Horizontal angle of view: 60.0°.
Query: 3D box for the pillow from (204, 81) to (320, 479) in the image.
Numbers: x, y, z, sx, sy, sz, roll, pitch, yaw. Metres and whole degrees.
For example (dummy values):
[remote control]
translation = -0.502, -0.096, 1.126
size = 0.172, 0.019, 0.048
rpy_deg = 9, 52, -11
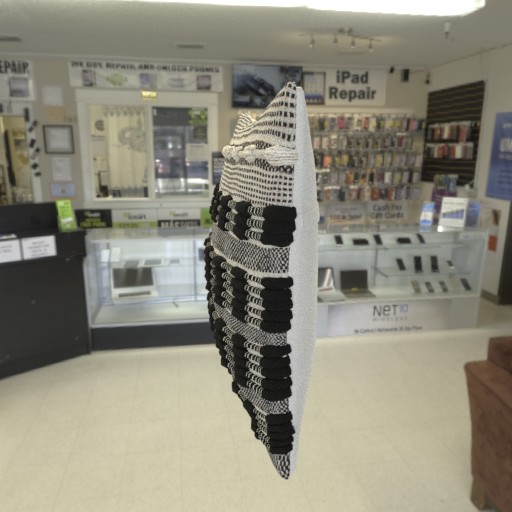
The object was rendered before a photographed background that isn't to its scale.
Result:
[pillow]
translation = 0.000, 0.000, 0.665
size = 0.156, 0.438, 0.436
rpy_deg = -2, 14, -8
